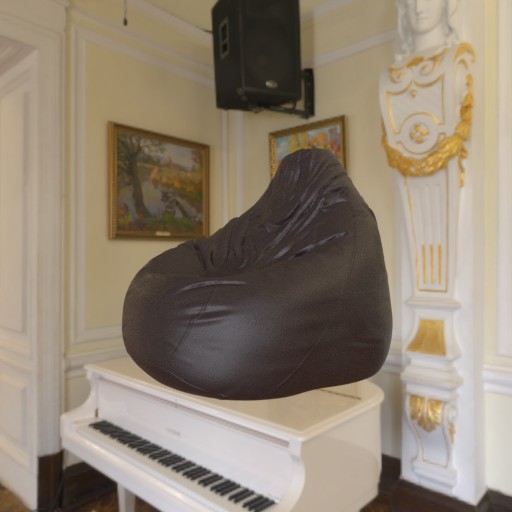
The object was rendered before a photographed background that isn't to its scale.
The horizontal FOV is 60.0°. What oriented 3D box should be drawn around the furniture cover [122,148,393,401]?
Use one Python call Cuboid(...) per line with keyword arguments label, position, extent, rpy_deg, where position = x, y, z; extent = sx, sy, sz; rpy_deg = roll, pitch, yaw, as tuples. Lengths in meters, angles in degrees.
Cuboid(label="furniture cover", position=(0.000, 0.000, 1.914), extent=(1.070, 0.990, 1.070), rpy_deg=(0, 0, -36))
